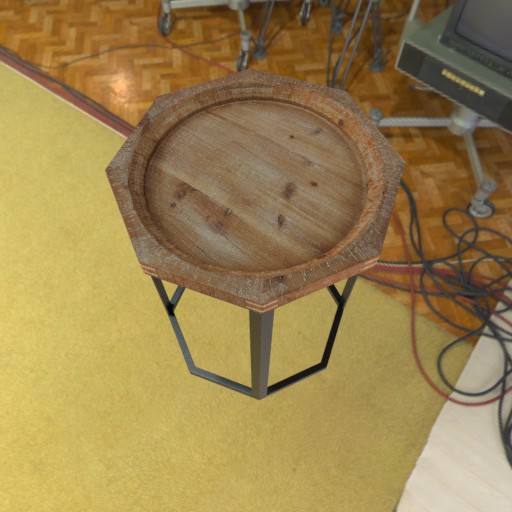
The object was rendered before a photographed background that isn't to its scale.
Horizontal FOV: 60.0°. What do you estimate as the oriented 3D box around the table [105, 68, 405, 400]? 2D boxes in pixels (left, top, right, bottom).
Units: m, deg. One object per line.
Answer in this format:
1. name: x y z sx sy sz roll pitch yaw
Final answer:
1. table: 0.000 0.000 0.909 0.458 0.543 0.458 -2 60 -1
